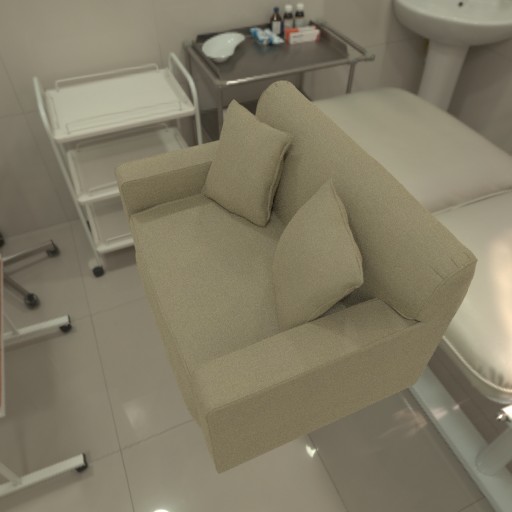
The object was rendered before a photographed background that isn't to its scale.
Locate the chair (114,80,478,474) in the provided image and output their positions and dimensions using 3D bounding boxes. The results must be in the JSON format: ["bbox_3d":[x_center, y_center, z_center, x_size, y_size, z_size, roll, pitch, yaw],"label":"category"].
[{"bbox_3d":[0.000,0.000,1.989,1.000,0.948,1.383,-18,49,-16],"label":"chair"}]
